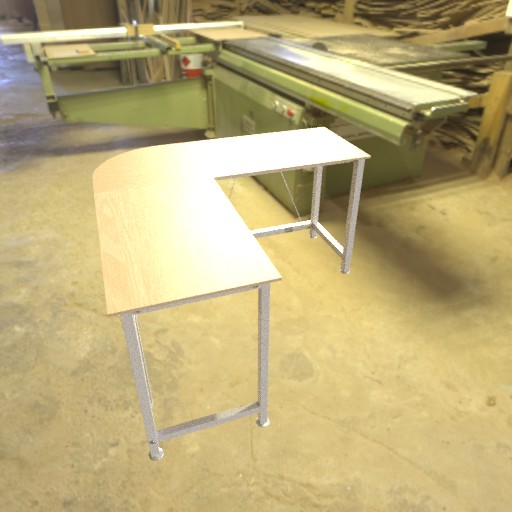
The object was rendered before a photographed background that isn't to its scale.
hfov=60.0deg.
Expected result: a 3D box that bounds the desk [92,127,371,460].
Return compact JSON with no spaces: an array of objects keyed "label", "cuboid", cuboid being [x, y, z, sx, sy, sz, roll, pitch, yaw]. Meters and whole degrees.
[{"label":"desk","cuboid":[0.000,0.000,2.228,1.400,0.762,1.400,-11,35,-16]}]
